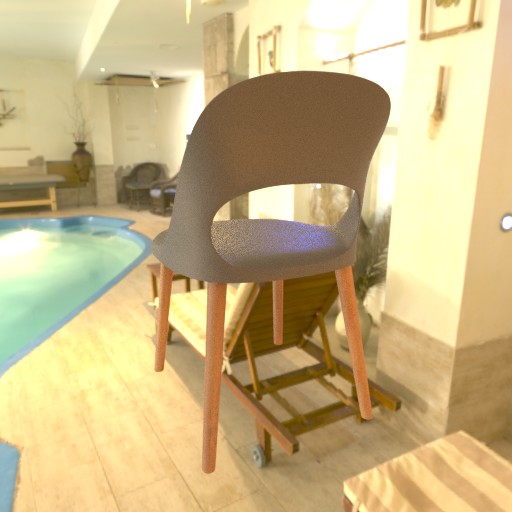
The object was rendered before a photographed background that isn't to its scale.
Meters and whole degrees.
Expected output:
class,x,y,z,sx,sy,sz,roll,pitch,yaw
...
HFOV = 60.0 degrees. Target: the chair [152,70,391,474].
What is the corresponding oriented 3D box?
class,x,y,z,sx,sy,sz,roll,pitch,yaw
chair,0.000,0.000,1.109,0.470,0.795,0.556,-7,17,-25
